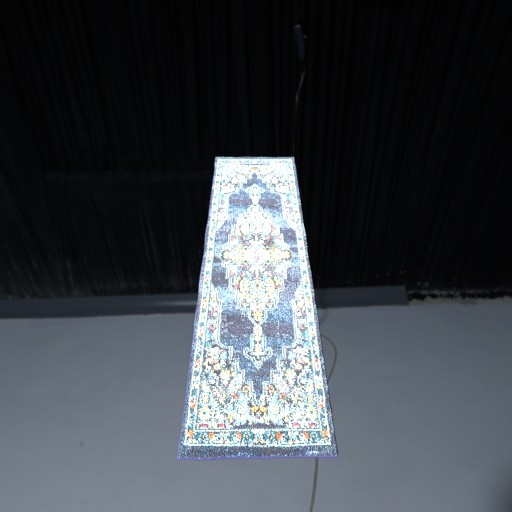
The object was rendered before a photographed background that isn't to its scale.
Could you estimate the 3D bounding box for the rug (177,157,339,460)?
[{"bbox_3d":[0.000,0.000,2.494,0.602,0.016,2.283,0,41,0],"label":"rug"}]
